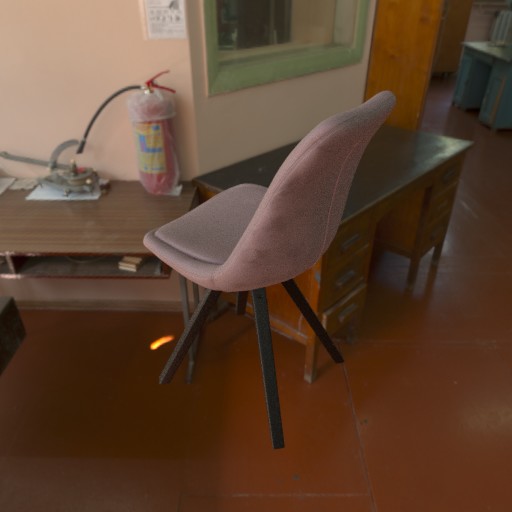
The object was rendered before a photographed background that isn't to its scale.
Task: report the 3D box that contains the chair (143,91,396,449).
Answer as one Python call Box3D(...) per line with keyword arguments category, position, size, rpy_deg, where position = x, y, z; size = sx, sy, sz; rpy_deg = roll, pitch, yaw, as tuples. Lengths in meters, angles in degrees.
Box3D(category="chair", position=(0.000, 0.000, 1.189), size=(0.547, 0.865, 0.483), rpy_deg=(20, 37, 29))
